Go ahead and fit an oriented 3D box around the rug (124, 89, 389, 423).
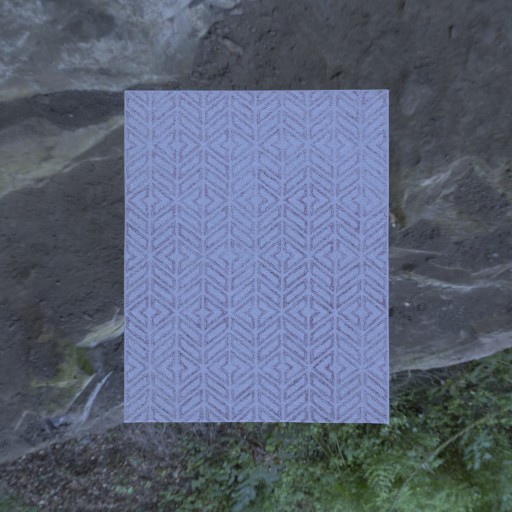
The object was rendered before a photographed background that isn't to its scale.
[{"bbox_3d":[0.000,0.000,4.052,2.421,0.008,3.045,0,90,1],"label":"rug"}]
